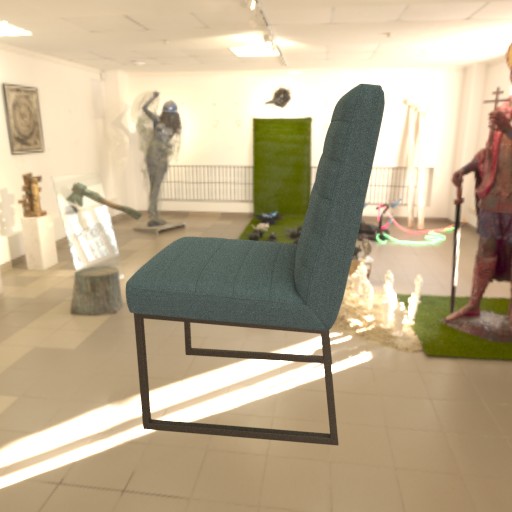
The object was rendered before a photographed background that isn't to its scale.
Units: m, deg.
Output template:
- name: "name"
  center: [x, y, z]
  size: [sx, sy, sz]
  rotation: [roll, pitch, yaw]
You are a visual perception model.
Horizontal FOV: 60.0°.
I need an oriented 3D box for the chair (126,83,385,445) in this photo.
- name: "chair"
  center: [0.000, 0.000, 1.336]
  size: [0.634, 0.930, 0.520]
  rotation: [2, 16, 7]
